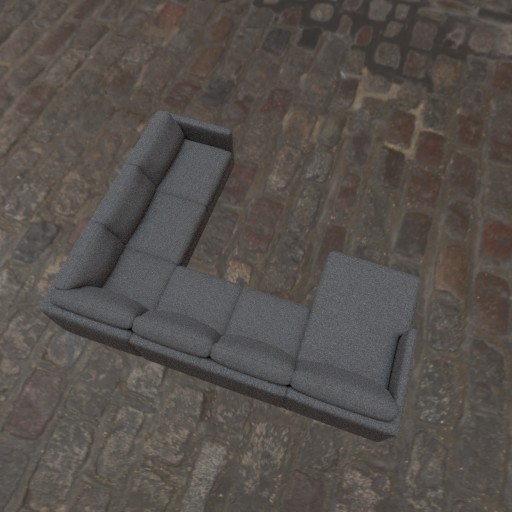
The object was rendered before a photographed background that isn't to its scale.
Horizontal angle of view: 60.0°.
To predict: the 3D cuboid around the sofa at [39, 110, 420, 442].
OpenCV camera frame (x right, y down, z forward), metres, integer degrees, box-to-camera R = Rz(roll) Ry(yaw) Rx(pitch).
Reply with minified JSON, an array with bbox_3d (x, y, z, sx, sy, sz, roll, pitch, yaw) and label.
[{"bbox_3d":[0.000,0.000,4.438,3.238,0.853,2.551,17,64,9],"label":"sofa"}]
